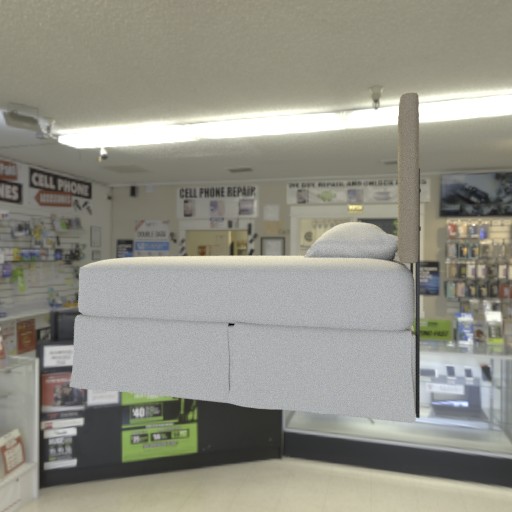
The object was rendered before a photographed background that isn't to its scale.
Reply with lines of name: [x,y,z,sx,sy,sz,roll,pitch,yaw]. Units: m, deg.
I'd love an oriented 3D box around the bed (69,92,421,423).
bed: [0.000,0.000,2.928,1.997,1.571,1.261,0,0,18]
